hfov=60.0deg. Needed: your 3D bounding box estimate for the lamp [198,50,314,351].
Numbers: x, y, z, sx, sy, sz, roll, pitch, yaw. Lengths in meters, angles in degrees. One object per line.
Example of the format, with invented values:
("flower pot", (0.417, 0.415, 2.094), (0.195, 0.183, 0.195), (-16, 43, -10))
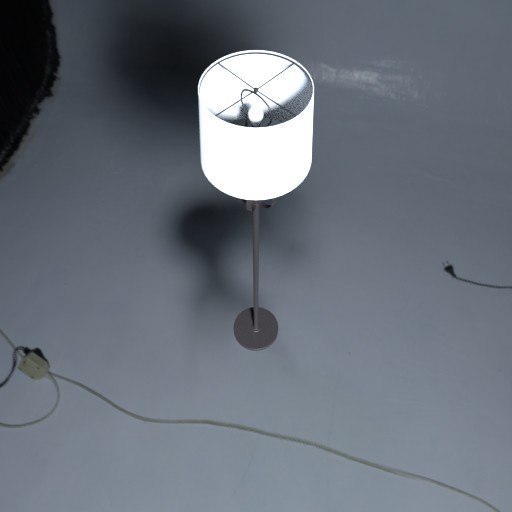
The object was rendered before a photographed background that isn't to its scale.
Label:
("lamp", (0.000, 0.000, 1.594), (0.286, 1.462, 0.286), (13, 61, 7))
